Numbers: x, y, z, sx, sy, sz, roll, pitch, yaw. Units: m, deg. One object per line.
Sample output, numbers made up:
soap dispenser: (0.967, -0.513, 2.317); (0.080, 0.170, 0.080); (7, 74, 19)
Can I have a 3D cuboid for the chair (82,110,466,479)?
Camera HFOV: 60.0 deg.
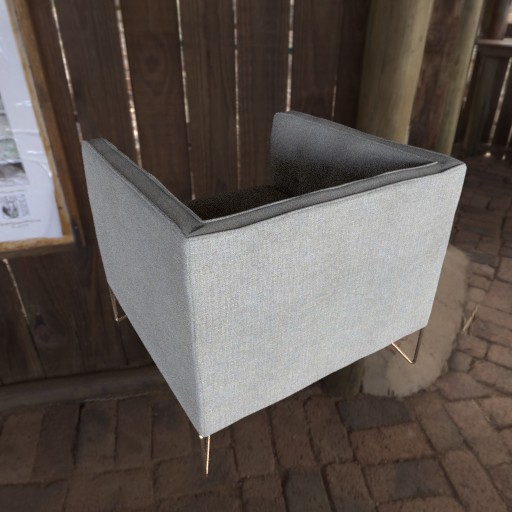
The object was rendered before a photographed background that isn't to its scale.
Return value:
chair: (0.000, 0.000, 1.597); (0.920, 0.799, 0.912); (-17, 35, -27)
